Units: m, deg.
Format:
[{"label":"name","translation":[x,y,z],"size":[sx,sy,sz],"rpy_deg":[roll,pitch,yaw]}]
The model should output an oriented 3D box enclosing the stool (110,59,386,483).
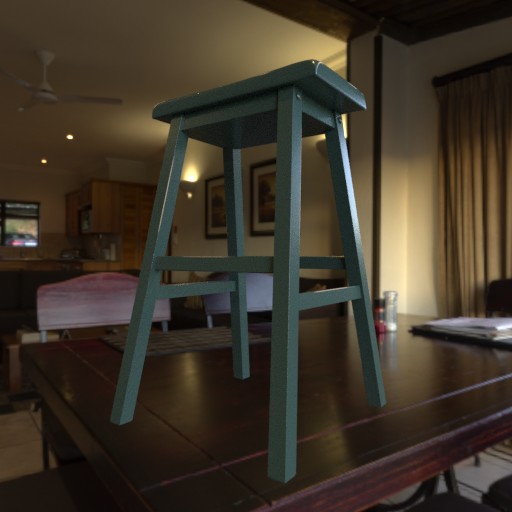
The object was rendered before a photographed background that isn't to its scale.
[{"label":"stool","translation":[0.000,0.000,1.043],"size":[0.457,0.737,0.476],"rpy_deg":[0,0,36]}]
